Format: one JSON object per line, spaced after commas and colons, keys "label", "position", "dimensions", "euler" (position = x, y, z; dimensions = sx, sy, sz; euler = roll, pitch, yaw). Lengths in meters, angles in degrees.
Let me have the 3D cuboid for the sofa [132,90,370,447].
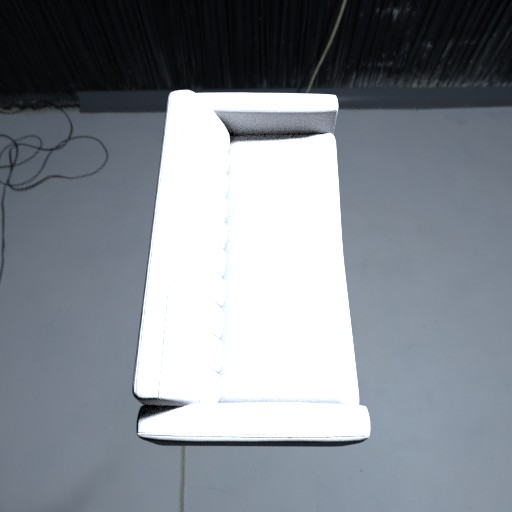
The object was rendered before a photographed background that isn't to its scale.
{"label": "sofa", "position": [0.000, 0.000, 2.397], "dimensions": [0.969, 0.814, 1.895], "euler": [0, 64, 0]}
